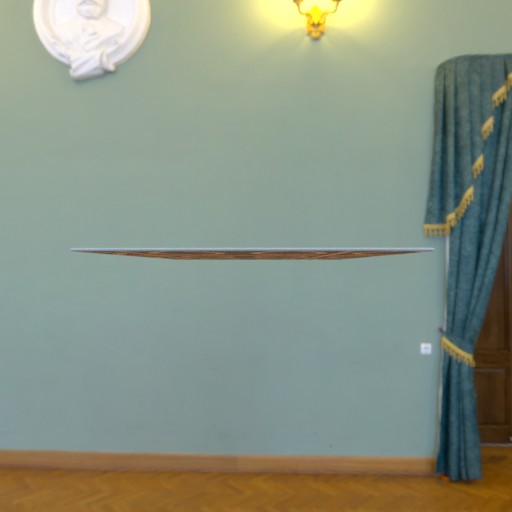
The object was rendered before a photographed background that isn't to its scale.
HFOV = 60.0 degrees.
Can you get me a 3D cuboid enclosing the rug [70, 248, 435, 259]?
[{"bbox_3d":[0.000,0.000,2.978,1.528,0.014,2.294,0,-1,1],"label":"rug"}]
